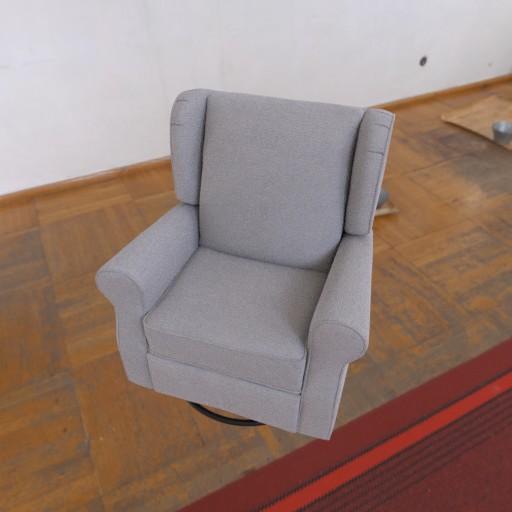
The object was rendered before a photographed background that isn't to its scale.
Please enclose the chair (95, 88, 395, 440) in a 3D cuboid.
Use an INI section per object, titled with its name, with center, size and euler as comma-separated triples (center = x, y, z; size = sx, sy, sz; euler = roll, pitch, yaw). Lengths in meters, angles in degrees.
[chair]
center = 0.000, 0.000, 1.674
size = 0.906, 0.966, 0.854
euler = 12, 41, 14
